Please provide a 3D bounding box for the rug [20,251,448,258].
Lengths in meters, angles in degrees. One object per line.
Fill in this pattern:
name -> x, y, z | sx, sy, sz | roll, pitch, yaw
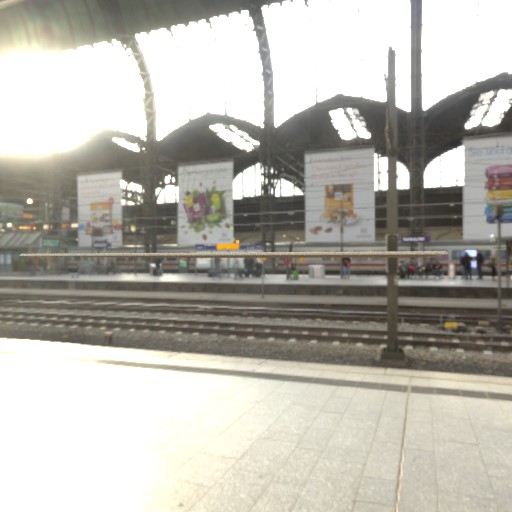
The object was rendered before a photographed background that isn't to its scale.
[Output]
rug -> 0.000, 0.000, 4.094 | 3.050, 0.017, 2.441 | 0, -1, 18
